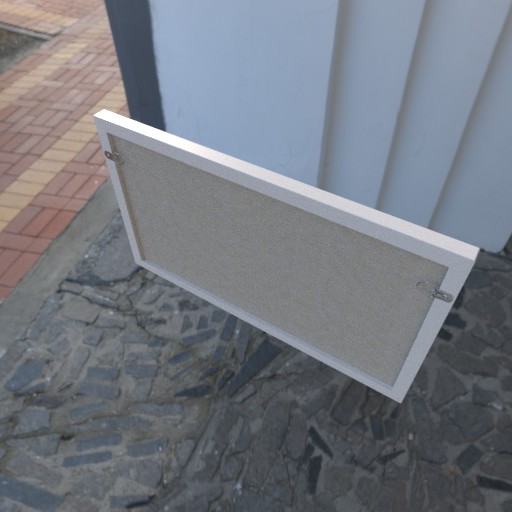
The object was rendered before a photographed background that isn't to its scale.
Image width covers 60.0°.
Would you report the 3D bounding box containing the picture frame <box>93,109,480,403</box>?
[{"bbox_3d":[0.000,0.000,0.798,0.647,0.379,0.044,25,51,22],"label":"picture frame"}]
